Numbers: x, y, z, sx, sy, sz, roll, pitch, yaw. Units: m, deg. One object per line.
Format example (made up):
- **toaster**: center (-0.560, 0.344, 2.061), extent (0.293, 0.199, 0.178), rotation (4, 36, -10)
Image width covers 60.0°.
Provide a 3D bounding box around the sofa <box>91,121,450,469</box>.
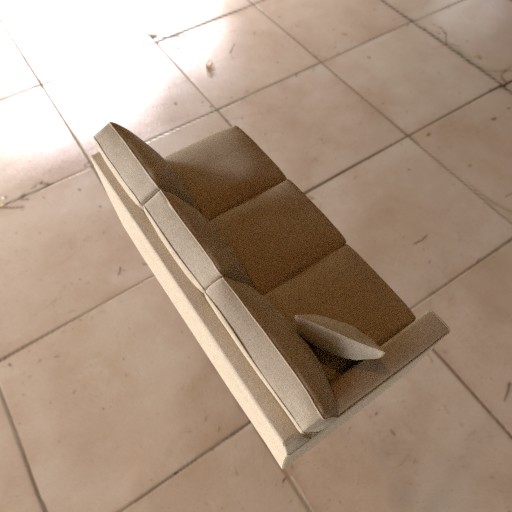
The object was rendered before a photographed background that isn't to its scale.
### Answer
- **sofa**: center (0.000, 0.000, 2.573), extent (1.034, 0.946, 1.962), rotation (-31, 64, -17)
